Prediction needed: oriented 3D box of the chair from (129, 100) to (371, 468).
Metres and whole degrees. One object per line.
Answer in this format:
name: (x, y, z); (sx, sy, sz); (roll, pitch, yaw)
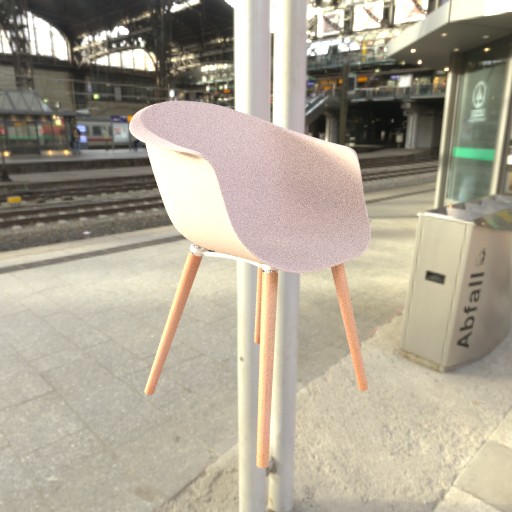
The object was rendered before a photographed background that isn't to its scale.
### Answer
chair: (0.000, 0.000, 1.145); (0.504, 0.781, 0.593); (14, 21, 42)
